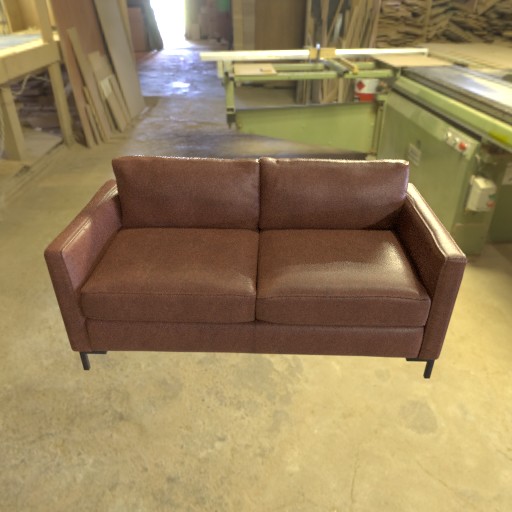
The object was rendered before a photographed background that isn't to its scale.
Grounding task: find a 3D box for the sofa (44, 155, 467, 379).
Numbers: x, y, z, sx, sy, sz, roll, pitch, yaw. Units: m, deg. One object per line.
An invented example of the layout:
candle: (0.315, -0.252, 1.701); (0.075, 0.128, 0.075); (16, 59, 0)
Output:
sofa: (0.000, 0.000, 2.291); (1.797, 0.883, 0.899); (1, 30, 1)
